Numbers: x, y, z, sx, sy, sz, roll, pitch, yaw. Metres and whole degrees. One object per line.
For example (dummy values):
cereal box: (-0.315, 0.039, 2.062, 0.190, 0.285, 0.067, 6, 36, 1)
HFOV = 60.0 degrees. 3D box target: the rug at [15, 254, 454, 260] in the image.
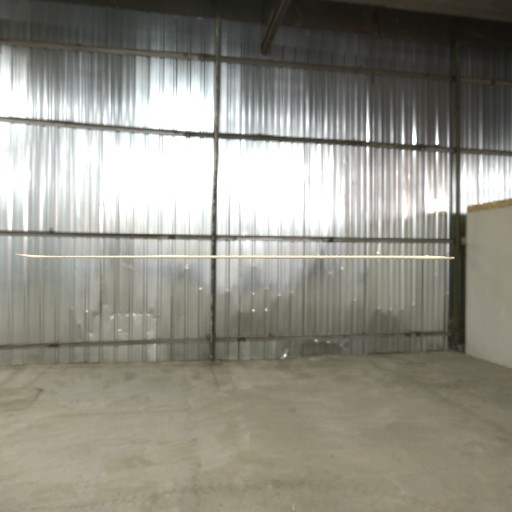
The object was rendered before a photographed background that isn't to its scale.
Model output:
rug: (0.000, 0.000, 3.803, 2.897, 0.035, 2.277, 0, 0, 18)
